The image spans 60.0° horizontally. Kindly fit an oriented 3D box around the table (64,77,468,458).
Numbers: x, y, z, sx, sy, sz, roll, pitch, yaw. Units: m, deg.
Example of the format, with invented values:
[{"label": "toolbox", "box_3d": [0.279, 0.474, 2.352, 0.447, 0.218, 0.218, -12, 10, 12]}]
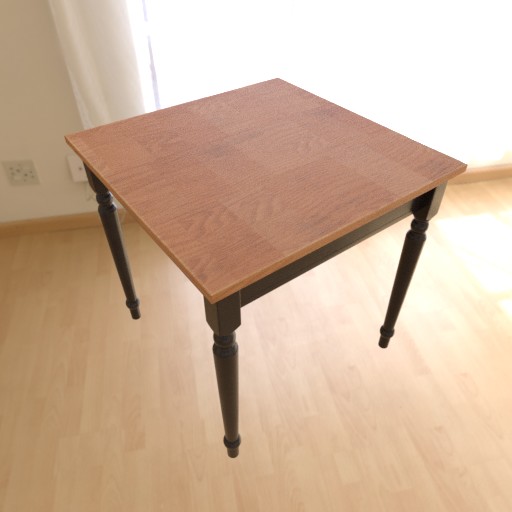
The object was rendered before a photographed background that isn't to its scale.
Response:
[{"label": "table", "box_3d": [0.000, 0.000, 1.392, 0.747, 0.738, 0.747, -26, 48, -27]}]
